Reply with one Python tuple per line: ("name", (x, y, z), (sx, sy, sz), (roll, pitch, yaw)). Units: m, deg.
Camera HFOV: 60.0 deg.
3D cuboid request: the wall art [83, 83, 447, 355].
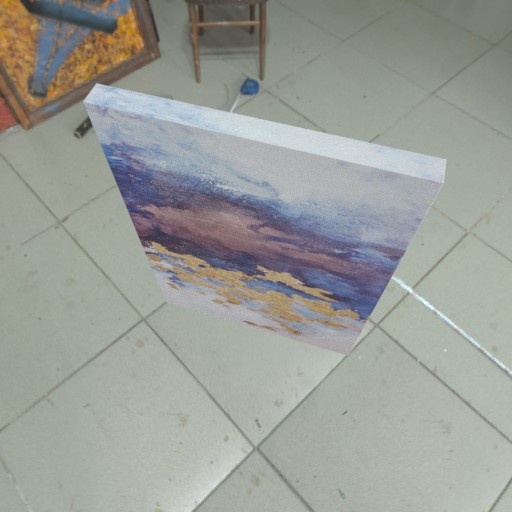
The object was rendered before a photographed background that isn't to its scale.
("wall art", (0.000, 0.000, 0.771), (0.437, 0.581, 0.036), (15, 60, 9))
